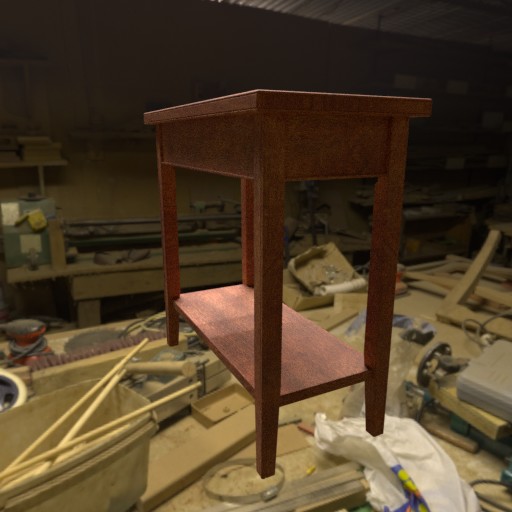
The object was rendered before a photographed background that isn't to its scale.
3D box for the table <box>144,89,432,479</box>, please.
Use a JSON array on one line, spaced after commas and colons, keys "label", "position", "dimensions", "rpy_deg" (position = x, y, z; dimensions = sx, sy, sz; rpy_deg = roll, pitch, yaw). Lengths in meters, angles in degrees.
[{"label": "table", "position": [0.000, 0.000, 0.959], "dimensions": [0.305, 0.610, 0.610], "rpy_deg": [-7, 17, -26]}]
